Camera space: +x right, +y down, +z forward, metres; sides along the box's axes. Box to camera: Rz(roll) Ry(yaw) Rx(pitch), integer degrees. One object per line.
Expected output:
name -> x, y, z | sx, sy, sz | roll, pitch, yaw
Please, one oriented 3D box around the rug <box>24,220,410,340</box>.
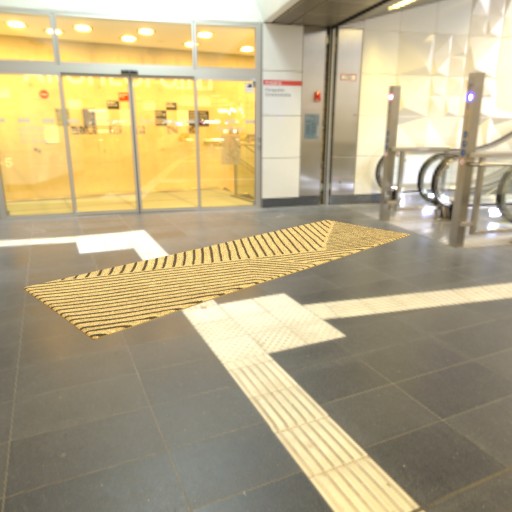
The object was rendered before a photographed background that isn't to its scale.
rug -> 0.000, 0.000, 2.725 | 2.439, 0.020, 0.773 | -15, 22, -42
